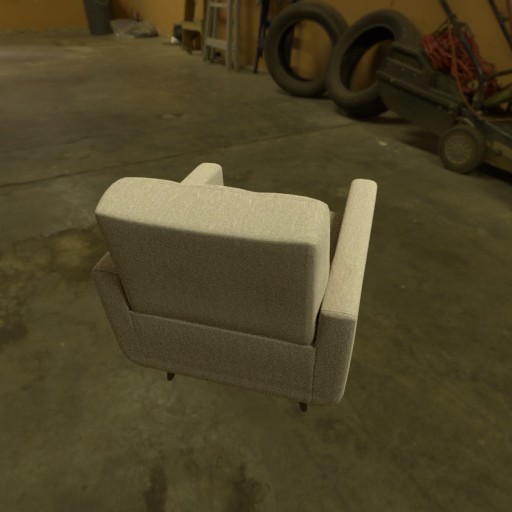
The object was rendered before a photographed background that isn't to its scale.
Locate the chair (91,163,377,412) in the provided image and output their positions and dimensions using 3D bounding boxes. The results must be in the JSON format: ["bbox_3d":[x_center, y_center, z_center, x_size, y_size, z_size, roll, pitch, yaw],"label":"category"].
[{"bbox_3d":[0.000,0.000,1.853,0.897,0.965,1.128,9,34,13],"label":"chair"}]
